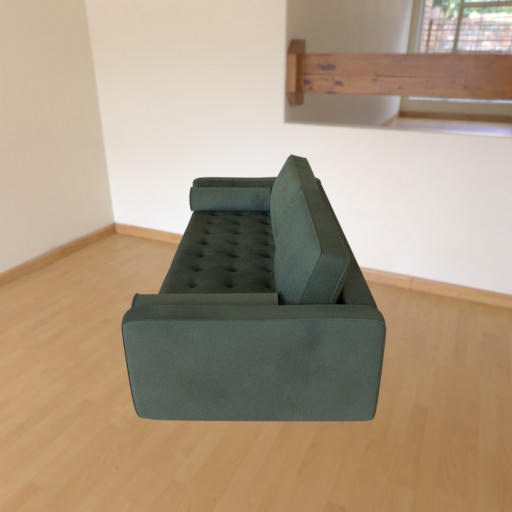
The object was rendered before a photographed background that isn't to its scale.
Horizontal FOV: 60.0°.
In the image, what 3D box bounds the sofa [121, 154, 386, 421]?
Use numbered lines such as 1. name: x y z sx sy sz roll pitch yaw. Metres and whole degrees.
1. sofa: 0.000 0.000 2.391 0.916 0.772 1.880 0 25 1
